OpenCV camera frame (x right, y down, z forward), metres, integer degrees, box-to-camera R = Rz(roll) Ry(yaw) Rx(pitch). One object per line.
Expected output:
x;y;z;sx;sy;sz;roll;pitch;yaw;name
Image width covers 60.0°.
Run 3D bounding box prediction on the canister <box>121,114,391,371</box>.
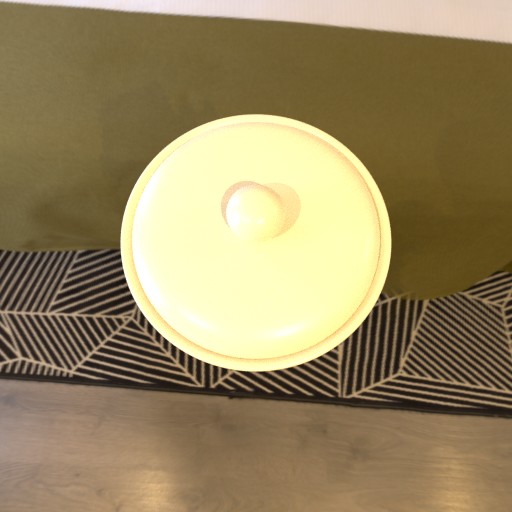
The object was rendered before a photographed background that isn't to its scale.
0.000;0.000;0.353;0.181;0.211;0.181;0;74;0;canister
